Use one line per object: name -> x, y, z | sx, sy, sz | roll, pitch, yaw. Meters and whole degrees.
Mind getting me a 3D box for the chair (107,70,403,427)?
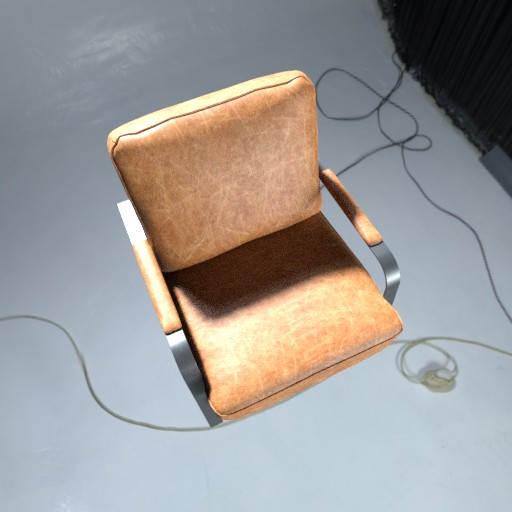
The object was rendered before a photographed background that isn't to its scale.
chair -> 0.000, 0.000, 1.336 | 0.651, 0.777, 0.801 | -22, 65, -11
